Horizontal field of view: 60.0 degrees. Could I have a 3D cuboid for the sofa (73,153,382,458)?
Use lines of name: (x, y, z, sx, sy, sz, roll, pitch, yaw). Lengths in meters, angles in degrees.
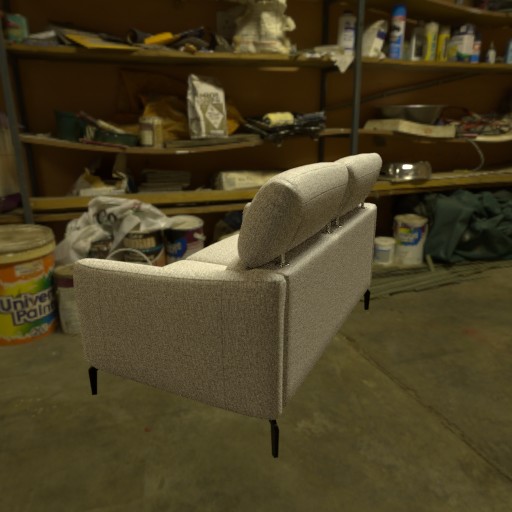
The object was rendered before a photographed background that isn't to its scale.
sofa: (0.000, 0.000, 2.156, 0.905, 0.950, 1.540, 8, 18, 25)
